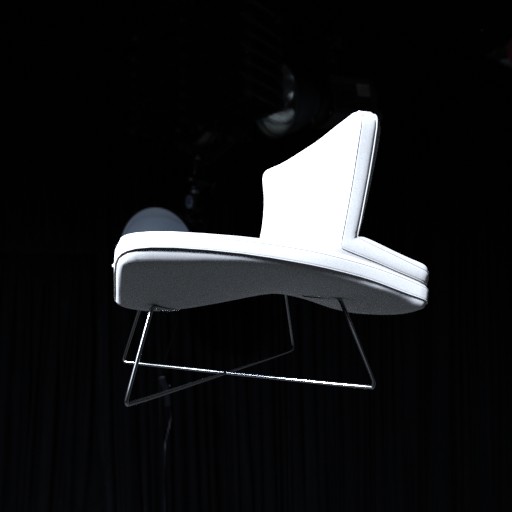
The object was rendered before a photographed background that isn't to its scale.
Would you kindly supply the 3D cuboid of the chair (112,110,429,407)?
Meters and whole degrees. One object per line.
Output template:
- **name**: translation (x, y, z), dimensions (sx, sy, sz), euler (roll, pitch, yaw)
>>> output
- **chair**: translation (0.000, 0.000, 1.643), dimensions (1.008, 0.855, 0.859), euler (0, -2, -17)
